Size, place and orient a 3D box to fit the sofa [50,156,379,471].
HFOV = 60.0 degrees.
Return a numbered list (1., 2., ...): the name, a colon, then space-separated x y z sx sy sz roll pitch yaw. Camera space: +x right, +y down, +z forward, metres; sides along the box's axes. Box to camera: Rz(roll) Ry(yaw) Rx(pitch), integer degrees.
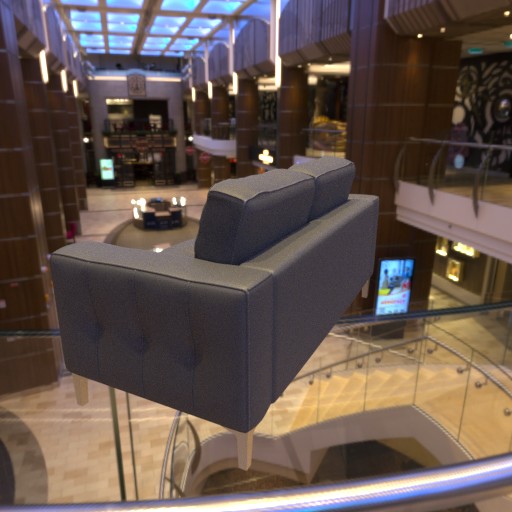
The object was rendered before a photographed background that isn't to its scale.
1. sofa: 0.000 0.000 2.172 0.833 0.893 1.726 9 20 26
